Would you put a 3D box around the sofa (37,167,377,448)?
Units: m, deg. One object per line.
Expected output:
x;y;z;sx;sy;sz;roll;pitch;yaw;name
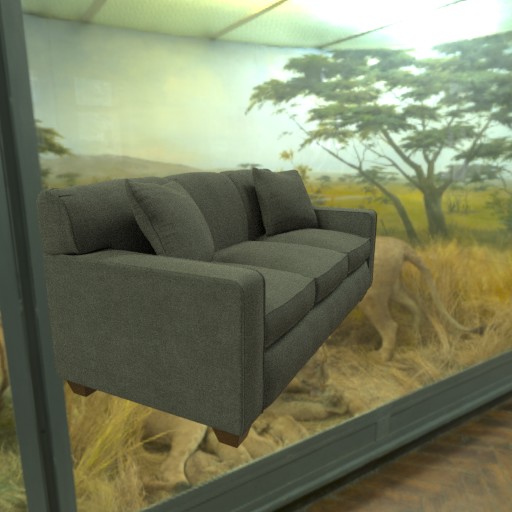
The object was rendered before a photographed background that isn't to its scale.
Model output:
0.000;0.000;2.528;0.997;0.958;2.024;7;15;26;sofa
